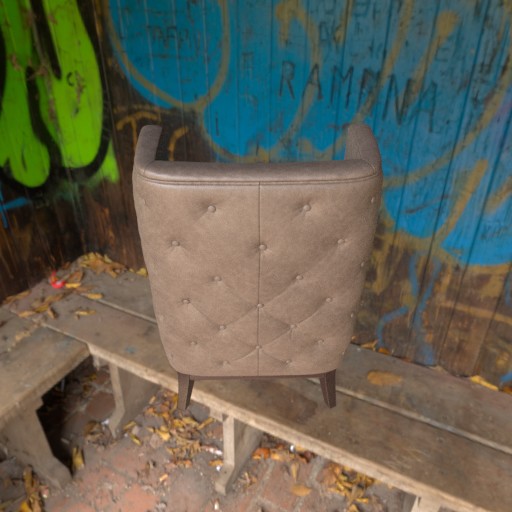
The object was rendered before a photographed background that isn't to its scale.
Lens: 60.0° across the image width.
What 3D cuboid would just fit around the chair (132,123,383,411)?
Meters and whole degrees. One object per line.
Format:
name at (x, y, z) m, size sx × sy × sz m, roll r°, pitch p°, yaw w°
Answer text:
chair at (0.000, 0.000, 1.713) m, size 0.769 × 1.079 × 0.899 m, roll -1°, pitch 31°, yaw -1°
